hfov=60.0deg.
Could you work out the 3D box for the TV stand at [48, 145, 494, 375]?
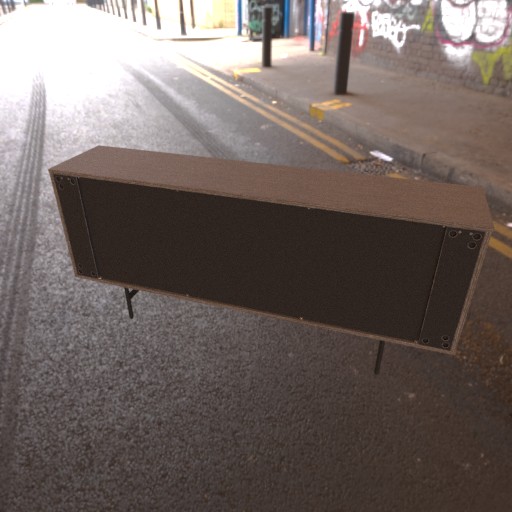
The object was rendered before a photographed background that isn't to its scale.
[{"bbox_3d":[0.000,0.000,2.083,1.804,0.787,0.405,10,32,16],"label":"TV stand"}]
